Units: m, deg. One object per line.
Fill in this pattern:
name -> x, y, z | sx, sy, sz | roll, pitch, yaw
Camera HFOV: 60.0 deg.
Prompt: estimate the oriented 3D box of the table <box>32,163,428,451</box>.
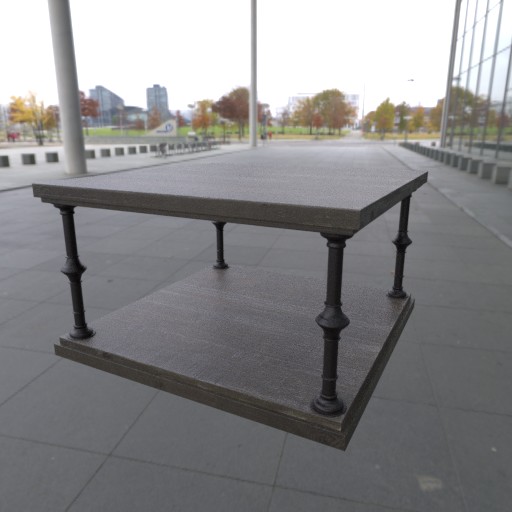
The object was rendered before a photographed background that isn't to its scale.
table -> 0.000, 0.000, 1.124 | 0.696, 0.400, 0.696 | 8, 18, 27
